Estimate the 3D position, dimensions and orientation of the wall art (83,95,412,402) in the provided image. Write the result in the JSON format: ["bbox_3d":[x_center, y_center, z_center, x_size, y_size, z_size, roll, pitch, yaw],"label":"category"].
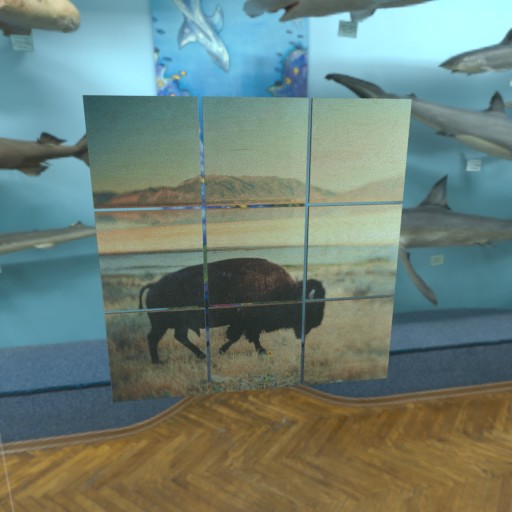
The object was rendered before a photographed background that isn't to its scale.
[{"bbox_3d":[0.000,0.000,1.338,0.906,0.904,0.018,-2,16,-9],"label":"wall art"}]
